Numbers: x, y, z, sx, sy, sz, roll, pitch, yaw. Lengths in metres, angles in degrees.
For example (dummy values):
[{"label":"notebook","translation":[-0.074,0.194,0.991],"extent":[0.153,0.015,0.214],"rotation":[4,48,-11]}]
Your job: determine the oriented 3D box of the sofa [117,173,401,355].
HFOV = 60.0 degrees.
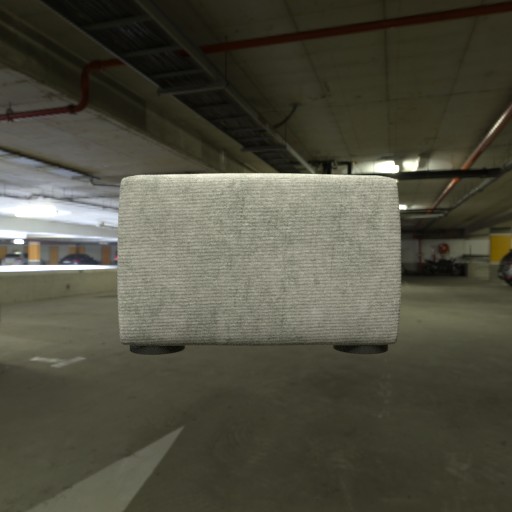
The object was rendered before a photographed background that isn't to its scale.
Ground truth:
[{"label":"sofa","translation":[0.000,0.000,1.182],"extent":[0.480,0.330,0.930],"rotation":[0,0,-1]}]
